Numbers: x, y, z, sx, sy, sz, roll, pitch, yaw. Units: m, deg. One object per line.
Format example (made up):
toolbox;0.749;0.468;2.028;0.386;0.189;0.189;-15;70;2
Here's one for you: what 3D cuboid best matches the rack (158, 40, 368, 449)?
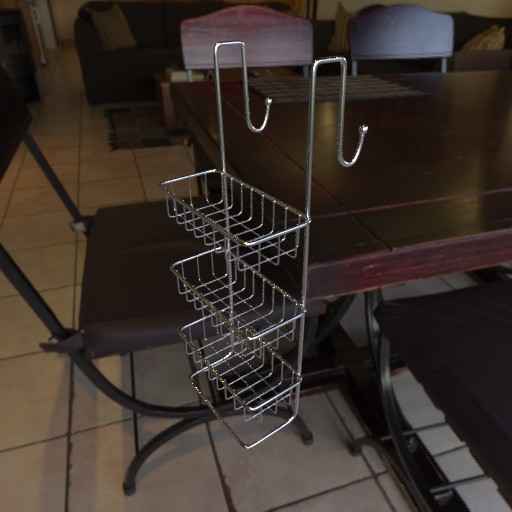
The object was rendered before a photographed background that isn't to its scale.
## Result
rack;0.000;0.000;0.675;0.202;0.574;0.228;-21;37;-31
